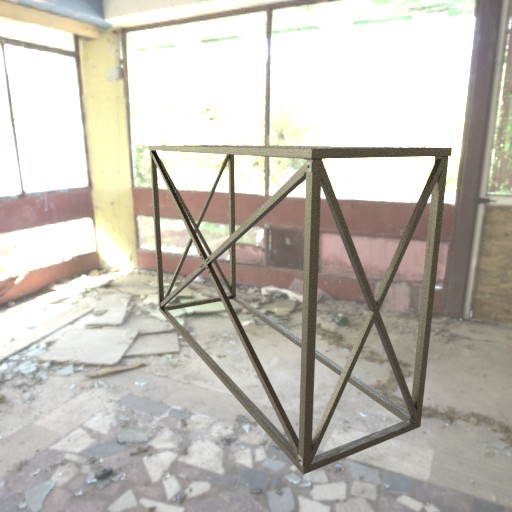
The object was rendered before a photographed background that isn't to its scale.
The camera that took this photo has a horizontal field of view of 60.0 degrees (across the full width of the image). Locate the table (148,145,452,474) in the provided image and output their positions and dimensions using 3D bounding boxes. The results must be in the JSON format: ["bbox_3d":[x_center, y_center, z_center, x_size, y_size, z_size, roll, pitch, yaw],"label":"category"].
[{"bbox_3d":[0.000,0.000,1.564,0.402,0.753,1.216,-8,16,-27],"label":"table"}]
